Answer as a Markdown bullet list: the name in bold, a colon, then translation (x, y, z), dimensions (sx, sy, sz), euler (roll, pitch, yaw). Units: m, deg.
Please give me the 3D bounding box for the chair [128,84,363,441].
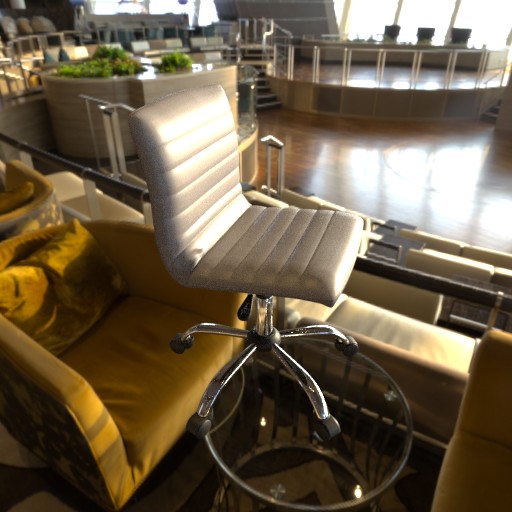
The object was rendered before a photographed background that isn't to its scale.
- **chair**: translation (0.000, 0.000, 1.098), dimensions (0.542, 0.750, 0.569), euler (10, 31, 17)
